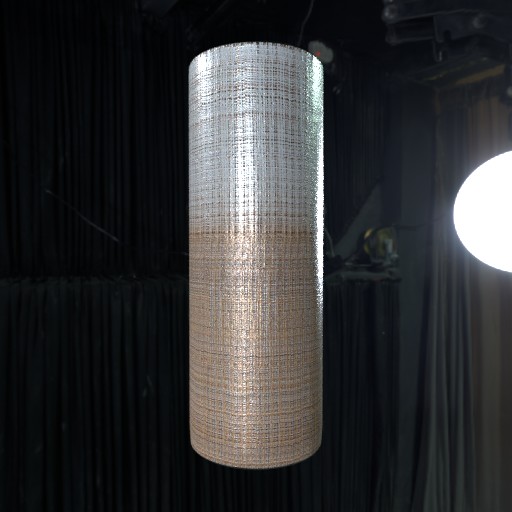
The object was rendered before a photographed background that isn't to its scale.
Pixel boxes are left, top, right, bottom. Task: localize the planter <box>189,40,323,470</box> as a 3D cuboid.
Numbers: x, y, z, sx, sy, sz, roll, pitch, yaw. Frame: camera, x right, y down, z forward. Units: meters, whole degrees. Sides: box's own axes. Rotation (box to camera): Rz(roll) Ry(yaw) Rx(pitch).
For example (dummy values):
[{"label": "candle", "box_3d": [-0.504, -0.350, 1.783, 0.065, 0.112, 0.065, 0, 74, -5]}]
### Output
[{"label": "planter", "box_3d": [0.000, 0.000, 0.333, 0.099, 0.278, 0.099, -1, 1, -37]}]
